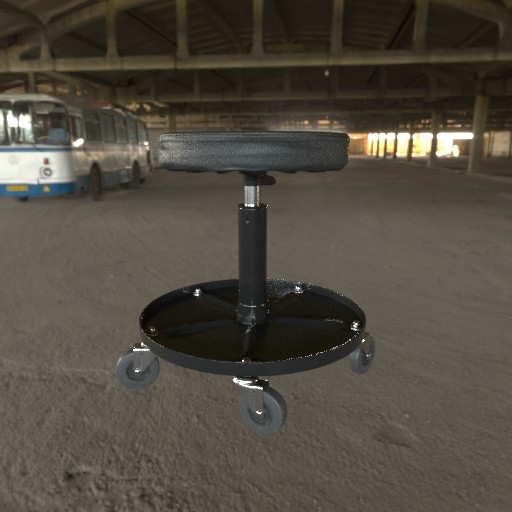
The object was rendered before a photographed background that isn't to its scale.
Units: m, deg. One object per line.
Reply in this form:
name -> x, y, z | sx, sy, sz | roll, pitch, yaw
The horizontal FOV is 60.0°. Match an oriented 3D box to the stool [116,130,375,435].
stool -> 0.000, 0.000, 0.685 | 0.381, 0.365, 0.382 | 2, 14, 9
